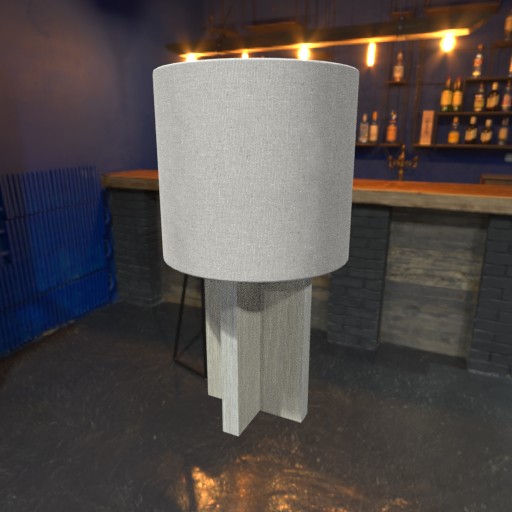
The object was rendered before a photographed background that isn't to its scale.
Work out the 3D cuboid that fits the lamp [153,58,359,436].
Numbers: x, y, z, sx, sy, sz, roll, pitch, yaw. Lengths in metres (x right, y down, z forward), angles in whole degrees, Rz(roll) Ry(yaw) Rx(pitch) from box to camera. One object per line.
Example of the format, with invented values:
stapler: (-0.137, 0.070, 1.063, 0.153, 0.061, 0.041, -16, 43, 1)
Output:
lamp: (0.000, 0.000, 0.559, 0.229, 0.428, 0.229, 8, 17, 25)
